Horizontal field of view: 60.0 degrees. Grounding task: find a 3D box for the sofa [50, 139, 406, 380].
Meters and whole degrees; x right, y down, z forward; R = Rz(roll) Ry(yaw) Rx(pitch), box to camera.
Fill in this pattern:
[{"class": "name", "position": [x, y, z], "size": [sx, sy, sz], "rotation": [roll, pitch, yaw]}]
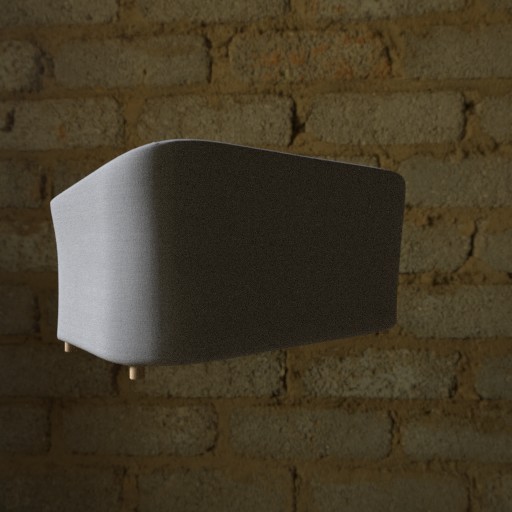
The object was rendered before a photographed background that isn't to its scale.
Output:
[{"class": "sofa", "position": [0.000, 0.000, 1.850], "size": [1.452, 0.721, 0.705], "rotation": [-1, 1, -36]}]
